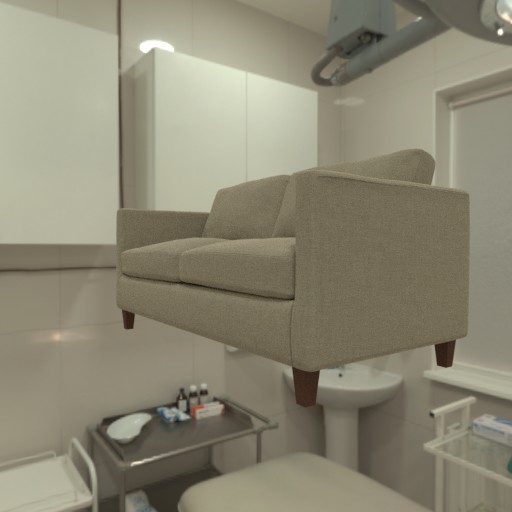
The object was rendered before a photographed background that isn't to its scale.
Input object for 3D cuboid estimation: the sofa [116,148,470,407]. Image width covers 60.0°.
[{"bbox_3d":[0.000,0.000,2.380,0.951,0.947,1.884,-1,1,-36],"label":"sofa"}]
